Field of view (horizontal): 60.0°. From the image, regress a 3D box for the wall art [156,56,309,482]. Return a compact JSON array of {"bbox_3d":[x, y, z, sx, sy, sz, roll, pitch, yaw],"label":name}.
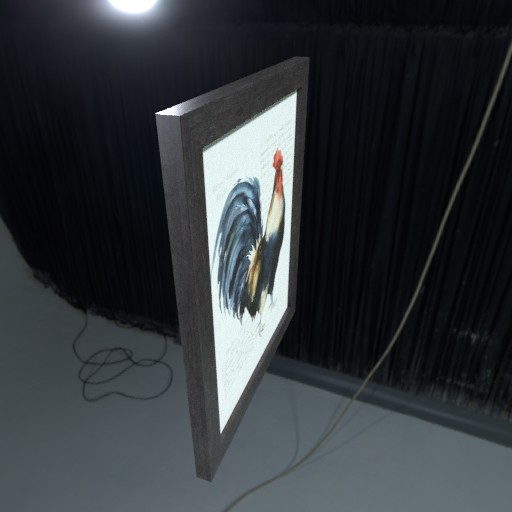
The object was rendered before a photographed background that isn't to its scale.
[{"bbox_3d":[0.000,0.000,0.766,0.027,0.580,0.479,11,32,18],"label":"wall art"}]
